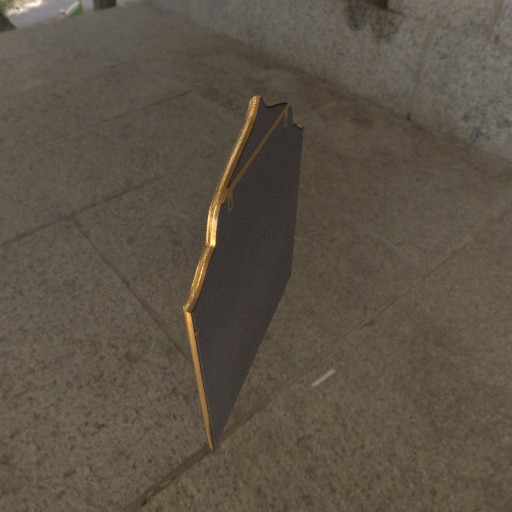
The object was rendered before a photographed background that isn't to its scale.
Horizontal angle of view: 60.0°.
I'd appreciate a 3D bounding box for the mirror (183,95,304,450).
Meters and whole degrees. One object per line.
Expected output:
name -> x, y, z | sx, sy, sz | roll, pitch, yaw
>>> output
mirror -> 0.000, 0.000, 0.840 | 0.018, 0.635, 0.513 | 15, 48, 14
